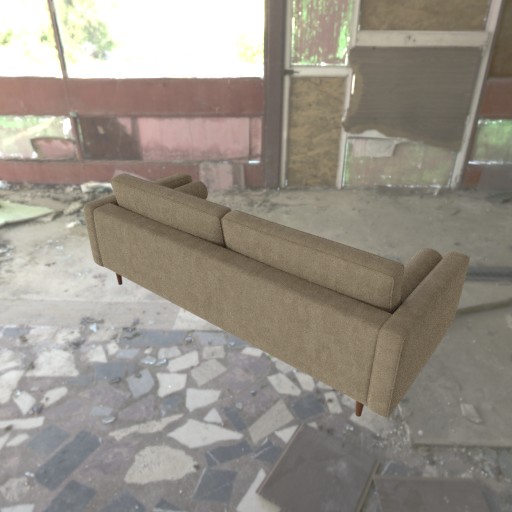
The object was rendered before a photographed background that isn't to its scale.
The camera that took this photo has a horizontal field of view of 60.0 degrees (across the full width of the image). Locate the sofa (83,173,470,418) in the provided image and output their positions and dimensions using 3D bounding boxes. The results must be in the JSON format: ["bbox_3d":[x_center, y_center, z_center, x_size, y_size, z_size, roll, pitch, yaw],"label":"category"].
[{"bbox_3d":[0.000,0.000,2.692,2.200,0.770,0.919,21,35,33],"label":"sofa"}]
